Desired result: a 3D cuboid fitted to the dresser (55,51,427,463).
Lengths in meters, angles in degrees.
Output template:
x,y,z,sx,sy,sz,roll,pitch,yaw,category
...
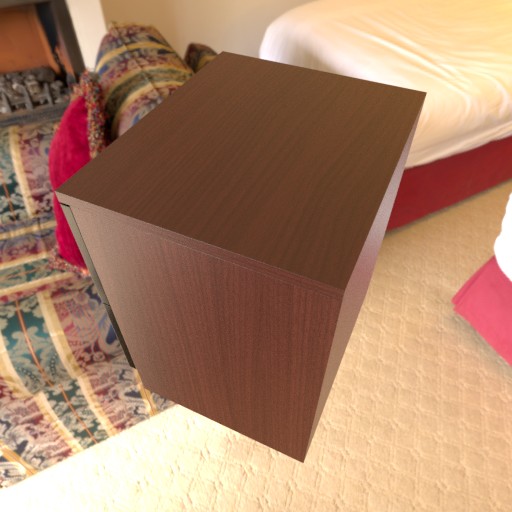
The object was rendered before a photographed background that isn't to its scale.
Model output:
x,y,z,sx,sy,sz,roll,pitch,yaw,category
0.000,0.000,0.743,0.360,0.470,0.400,19,50,16,dresser
